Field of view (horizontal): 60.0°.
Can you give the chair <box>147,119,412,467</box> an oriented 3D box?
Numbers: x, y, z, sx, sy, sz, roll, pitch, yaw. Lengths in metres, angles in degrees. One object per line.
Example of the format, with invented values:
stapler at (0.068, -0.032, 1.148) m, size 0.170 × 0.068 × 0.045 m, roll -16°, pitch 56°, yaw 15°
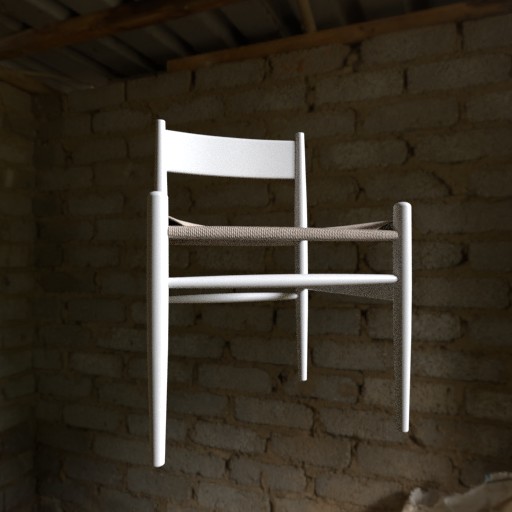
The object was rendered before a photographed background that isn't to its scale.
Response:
chair at (0.000, 0.000, 1.098) m, size 0.556 × 0.762 × 0.495 m, roll 0°, pitch 0°, yaw -18°
